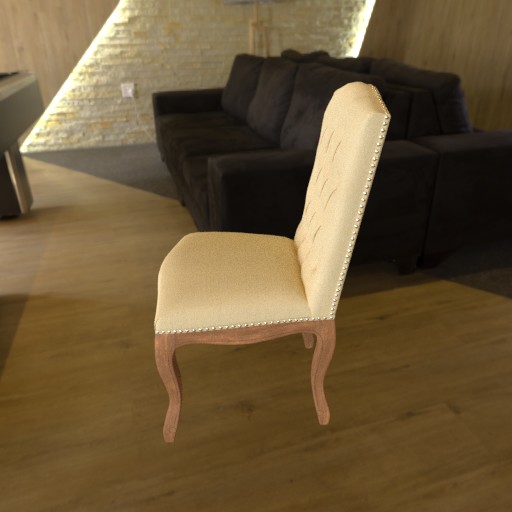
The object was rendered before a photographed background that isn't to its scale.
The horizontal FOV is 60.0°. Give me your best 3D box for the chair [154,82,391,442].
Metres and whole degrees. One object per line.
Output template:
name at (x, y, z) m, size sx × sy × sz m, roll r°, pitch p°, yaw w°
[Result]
chair at (0.000, 0.000, 1.589) m, size 0.715 × 1.165 × 0.623 m, roll 0°, pitch 27°, yaw -1°
